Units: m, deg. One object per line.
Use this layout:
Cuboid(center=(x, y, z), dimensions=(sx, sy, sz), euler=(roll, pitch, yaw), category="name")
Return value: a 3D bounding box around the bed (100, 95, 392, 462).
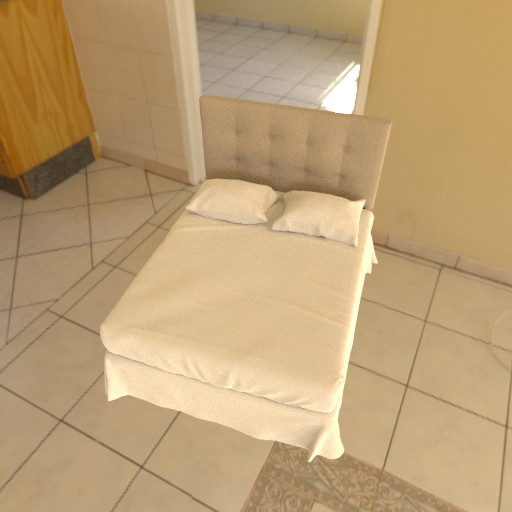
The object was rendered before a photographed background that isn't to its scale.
Cuboid(center=(0.000, 0.000, 3.476), dimensions=(1.936, 1.577, 2.222), euler=(12, 44, 13), category="bed")
